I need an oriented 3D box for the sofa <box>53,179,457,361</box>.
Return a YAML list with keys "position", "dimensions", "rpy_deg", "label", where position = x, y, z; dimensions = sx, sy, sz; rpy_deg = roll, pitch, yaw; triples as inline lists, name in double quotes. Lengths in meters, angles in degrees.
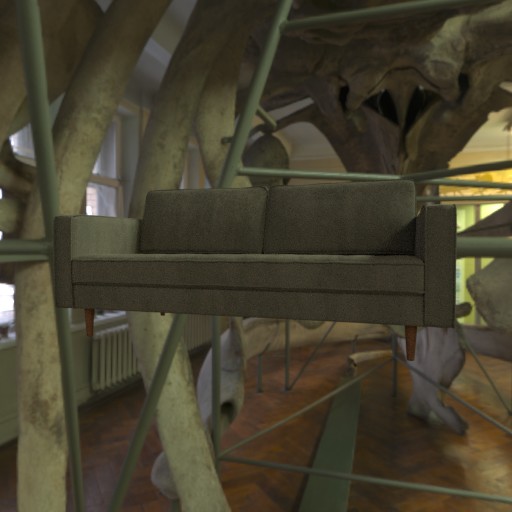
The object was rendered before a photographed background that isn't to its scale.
- position: [0.000, 0.000, 2.388]
  dimensions: [1.920, 0.825, 0.924]
  rpy_deg: [0, 1, 18]
  label: "sofa"
